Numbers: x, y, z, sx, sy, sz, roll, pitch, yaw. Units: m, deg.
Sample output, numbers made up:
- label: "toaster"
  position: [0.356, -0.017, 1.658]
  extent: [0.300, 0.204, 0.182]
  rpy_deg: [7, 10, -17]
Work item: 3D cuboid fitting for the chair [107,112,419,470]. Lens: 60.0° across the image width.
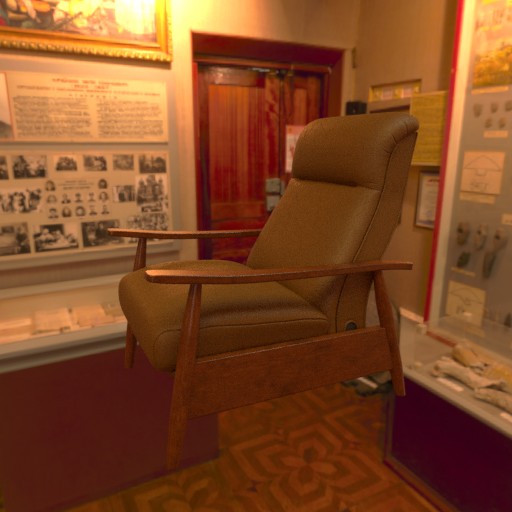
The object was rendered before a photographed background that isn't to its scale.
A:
- label: "chair"
  position: [0.000, 0.000, 1.742]
  extent: [1.014, 1.082, 0.762]
  rpy_deg: [-7, 16, -25]
